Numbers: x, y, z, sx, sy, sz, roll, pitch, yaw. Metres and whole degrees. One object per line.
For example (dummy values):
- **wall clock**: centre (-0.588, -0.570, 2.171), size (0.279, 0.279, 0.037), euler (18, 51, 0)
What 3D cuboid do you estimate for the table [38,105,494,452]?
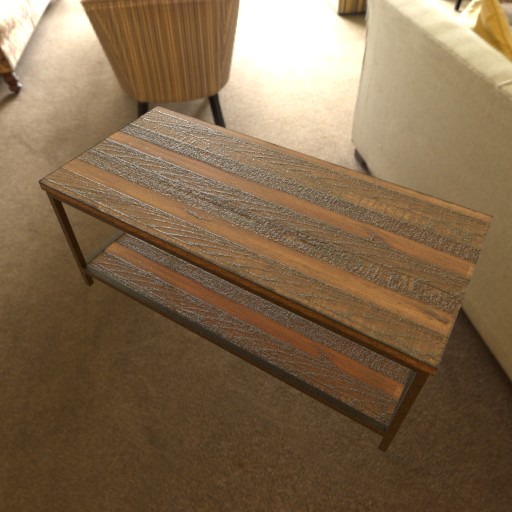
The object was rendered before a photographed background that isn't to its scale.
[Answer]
- **table**: centre (0.000, 0.000, 1.197), size (0.990, 0.399, 0.452), euler (24, 51, 21)
